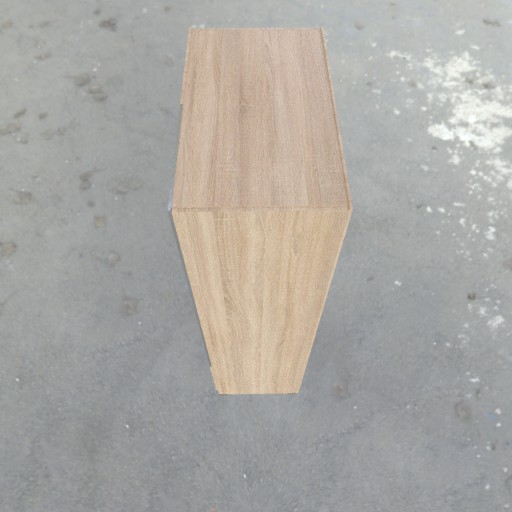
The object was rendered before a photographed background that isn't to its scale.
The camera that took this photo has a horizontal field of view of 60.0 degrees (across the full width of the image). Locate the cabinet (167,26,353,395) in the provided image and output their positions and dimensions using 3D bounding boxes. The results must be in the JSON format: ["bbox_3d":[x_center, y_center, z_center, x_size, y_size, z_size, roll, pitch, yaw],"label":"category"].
[{"bbox_3d":[0.000,0.000,2.538,0.590,2.121,1.001,-1,58,0],"label":"cabinet"}]
